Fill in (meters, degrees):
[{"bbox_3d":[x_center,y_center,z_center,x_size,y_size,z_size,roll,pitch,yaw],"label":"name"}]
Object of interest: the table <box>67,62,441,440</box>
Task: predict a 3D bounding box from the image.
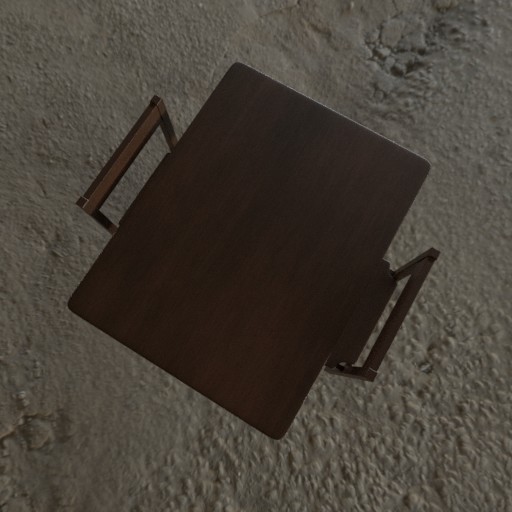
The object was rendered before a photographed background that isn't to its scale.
[{"bbox_3d":[0.000,0.000,1.115,0.672,0.503,0.650,30,79,7],"label":"table"}]
